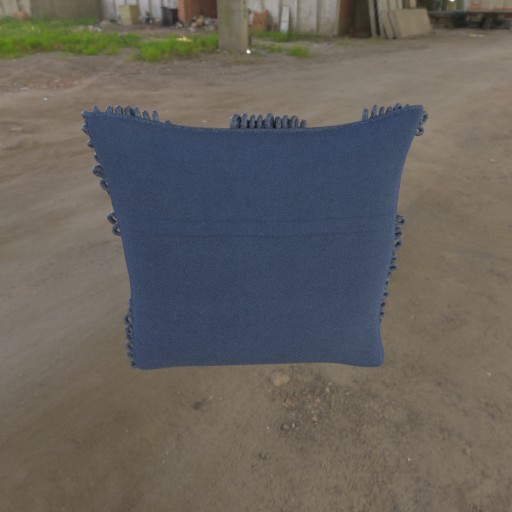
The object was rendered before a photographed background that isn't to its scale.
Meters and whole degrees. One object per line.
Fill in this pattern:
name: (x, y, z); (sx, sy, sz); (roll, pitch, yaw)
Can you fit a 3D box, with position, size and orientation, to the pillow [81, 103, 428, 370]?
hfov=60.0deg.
pillow: (0.000, 0.000, 0.705); (0.469, 0.466, 0.172); (-1, 31, -1)
